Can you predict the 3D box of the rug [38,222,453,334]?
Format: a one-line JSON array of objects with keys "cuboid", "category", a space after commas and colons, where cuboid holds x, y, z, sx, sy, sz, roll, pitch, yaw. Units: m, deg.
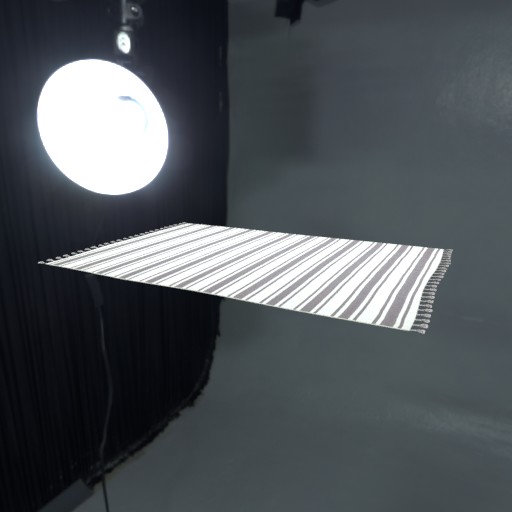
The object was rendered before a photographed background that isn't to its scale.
[{"cuboid": [0.000, 0.000, 3.842, 3.040, 0.017, 2.030, 7, 17, 26], "category": "rug"}]
